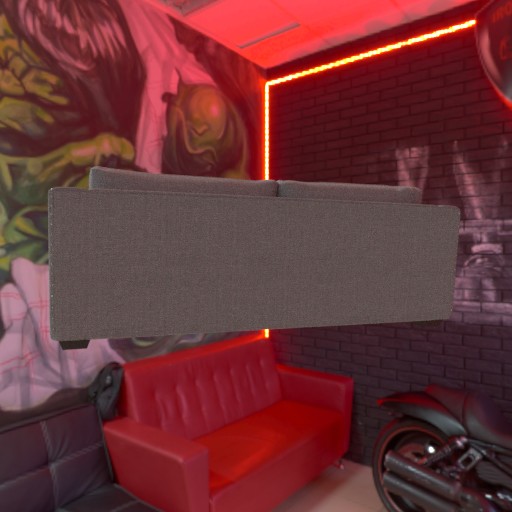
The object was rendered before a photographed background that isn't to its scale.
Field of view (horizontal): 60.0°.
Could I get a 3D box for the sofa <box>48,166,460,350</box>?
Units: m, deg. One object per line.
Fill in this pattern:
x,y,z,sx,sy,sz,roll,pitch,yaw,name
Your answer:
0.000,0.000,2.698,2.208,0.857,1.000,0,0,-19,sofa
